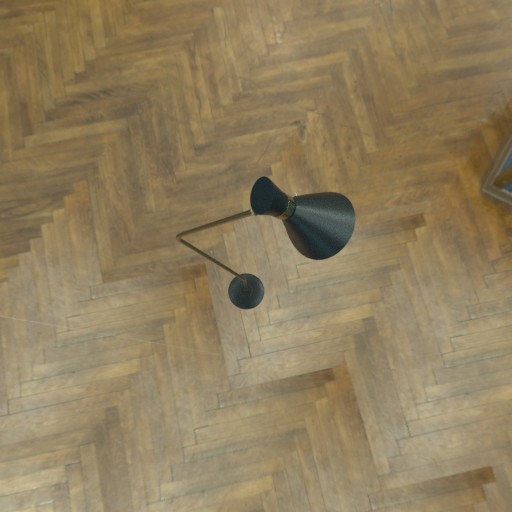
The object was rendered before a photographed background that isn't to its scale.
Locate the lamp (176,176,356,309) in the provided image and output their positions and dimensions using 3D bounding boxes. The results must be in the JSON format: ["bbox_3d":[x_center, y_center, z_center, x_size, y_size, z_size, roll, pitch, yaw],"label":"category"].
[{"bbox_3d":[0.000,0.000,1.606,0.467,1.438,0.277,34,79,8],"label":"lamp"}]
